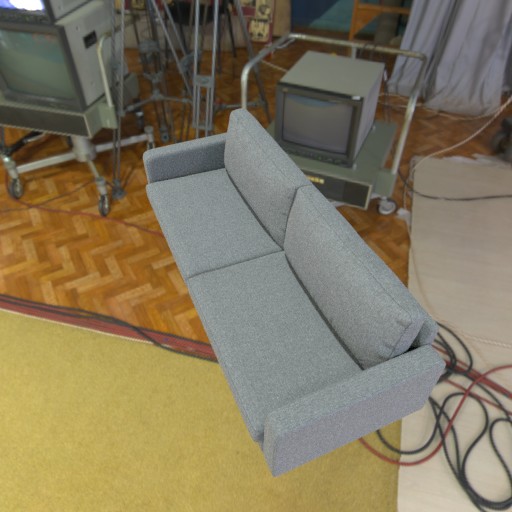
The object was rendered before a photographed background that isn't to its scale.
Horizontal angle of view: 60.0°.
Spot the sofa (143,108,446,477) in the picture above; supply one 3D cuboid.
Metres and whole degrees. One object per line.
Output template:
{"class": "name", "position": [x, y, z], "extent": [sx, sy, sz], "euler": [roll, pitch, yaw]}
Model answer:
{"class": "sofa", "position": [0.000, 0.000, 2.638], "extent": [0.880, 0.880, 2.200], "euler": [-17, 47, -16]}
